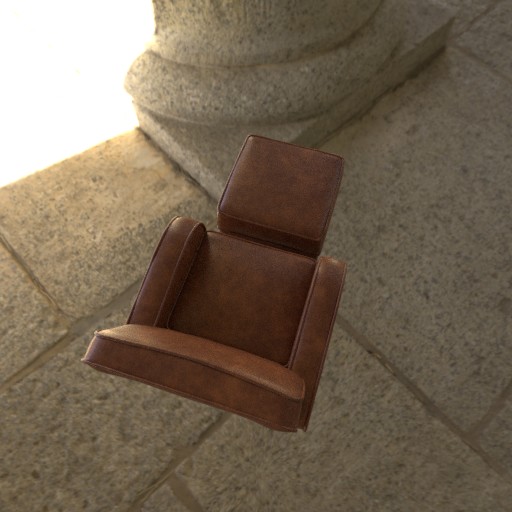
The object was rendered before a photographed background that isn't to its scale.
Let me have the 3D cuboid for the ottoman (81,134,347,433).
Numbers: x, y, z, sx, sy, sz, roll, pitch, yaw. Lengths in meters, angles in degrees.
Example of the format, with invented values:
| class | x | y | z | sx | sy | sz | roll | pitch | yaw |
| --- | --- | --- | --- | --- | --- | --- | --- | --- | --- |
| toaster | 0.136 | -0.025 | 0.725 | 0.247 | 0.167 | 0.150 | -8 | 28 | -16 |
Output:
| class | x | y | z | sx | sy | sz | roll | pitch | yaw |
| --- | --- | --- | --- | --- | --- | --- | --- | --- | --- |
| ottoman | 0.000 | 0.000 | 1.832 | 0.732 | 0.904 | 1.314 | 16 | 65 | 8 |
